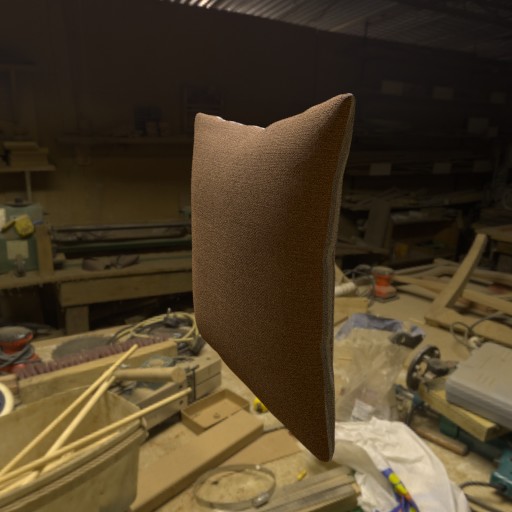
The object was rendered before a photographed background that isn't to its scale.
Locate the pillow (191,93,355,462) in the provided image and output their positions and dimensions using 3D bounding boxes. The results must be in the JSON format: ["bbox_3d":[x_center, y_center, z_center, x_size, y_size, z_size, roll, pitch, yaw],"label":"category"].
[{"bbox_3d":[0.000,0.000,0.674,0.147,0.437,0.432,-8,16,-27],"label":"pillow"}]
